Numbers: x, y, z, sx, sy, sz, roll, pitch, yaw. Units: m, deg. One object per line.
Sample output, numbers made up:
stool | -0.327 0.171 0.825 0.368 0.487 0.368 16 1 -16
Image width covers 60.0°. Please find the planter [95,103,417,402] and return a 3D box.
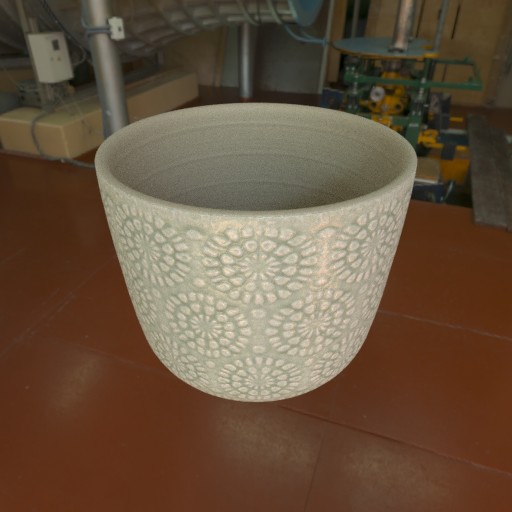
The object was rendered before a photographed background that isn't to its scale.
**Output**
planter | 0.000 0.000 0.207 0.124 0.109 0.124 0 33 0
